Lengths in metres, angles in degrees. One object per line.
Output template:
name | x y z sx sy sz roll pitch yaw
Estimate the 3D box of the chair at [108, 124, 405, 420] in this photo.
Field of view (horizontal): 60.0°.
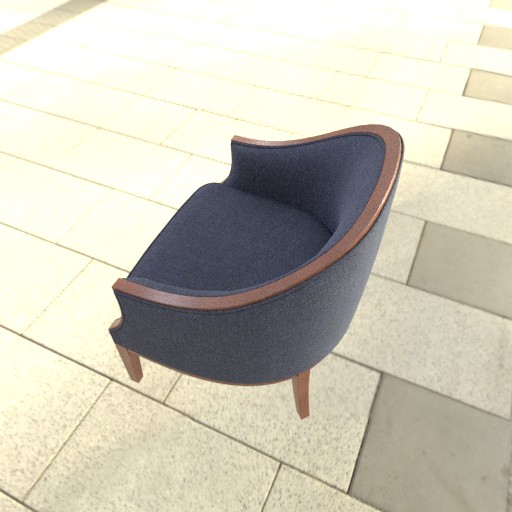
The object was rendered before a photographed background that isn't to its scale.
chair | 0.000 0.000 1.457 0.735 0.876 0.803 17 50 15
